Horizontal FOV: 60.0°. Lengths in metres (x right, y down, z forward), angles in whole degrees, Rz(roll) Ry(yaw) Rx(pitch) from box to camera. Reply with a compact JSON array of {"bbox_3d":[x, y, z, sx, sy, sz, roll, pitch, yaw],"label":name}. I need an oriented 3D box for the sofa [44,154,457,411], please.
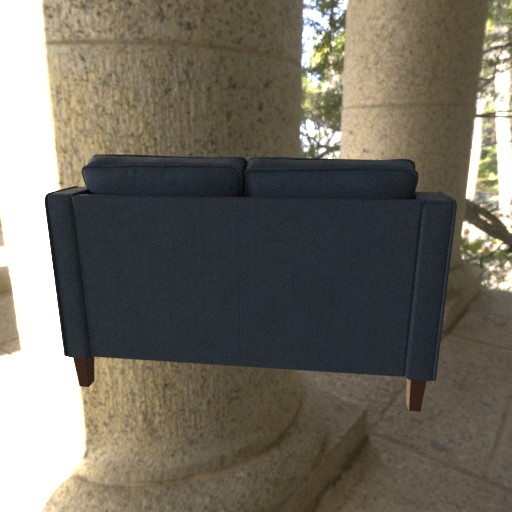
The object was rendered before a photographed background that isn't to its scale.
[{"bbox_3d":[0.000,0.000,2.136,1.501,0.971,0.987,2,15,7],"label":"sofa"}]
